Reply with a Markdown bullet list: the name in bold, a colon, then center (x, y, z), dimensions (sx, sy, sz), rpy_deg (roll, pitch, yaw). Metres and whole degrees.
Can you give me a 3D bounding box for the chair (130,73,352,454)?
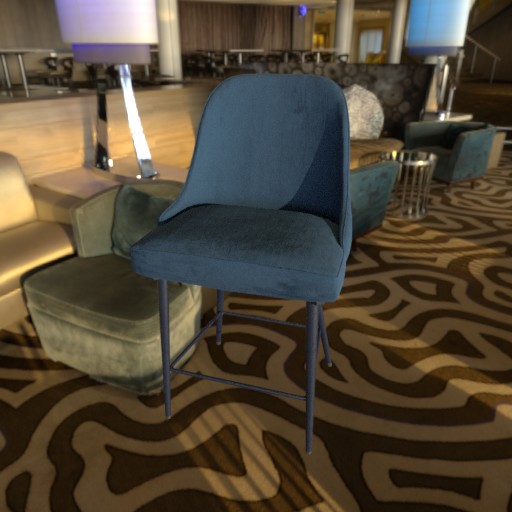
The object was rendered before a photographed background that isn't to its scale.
- **chair**: center (0.000, 0.000, 1.245), dimensions (0.526, 0.927, 0.489), rpy_deg (8, 26, 16)
